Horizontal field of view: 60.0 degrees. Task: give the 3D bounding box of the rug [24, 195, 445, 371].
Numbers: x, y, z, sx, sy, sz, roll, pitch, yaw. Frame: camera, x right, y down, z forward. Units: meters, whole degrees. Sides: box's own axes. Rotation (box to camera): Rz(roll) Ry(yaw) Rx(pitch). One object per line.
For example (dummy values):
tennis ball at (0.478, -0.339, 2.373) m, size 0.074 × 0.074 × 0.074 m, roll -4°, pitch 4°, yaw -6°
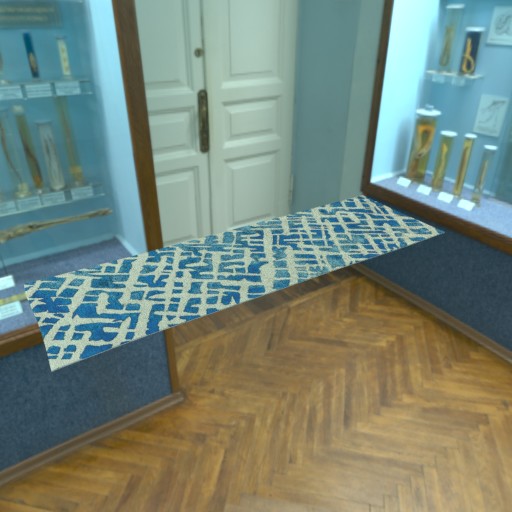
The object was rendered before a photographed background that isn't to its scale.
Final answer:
rug at (0.000, 0.000, 2.640) m, size 2.446 × 0.011 × 0.768 m, roll -17°, pitch 33°, yaw -27°
